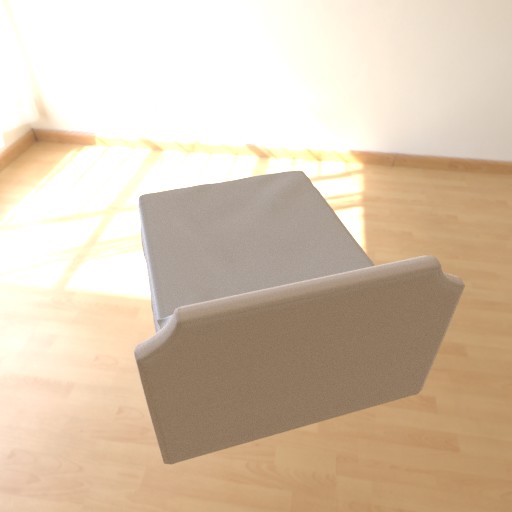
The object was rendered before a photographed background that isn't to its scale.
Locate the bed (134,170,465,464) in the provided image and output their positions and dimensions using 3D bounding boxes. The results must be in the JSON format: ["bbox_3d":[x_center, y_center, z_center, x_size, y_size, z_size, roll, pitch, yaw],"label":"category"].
[{"bbox_3d":[0.000,0.000,3.327,1.828,1.297,2.164,-11,42,-12],"label":"bed"}]
